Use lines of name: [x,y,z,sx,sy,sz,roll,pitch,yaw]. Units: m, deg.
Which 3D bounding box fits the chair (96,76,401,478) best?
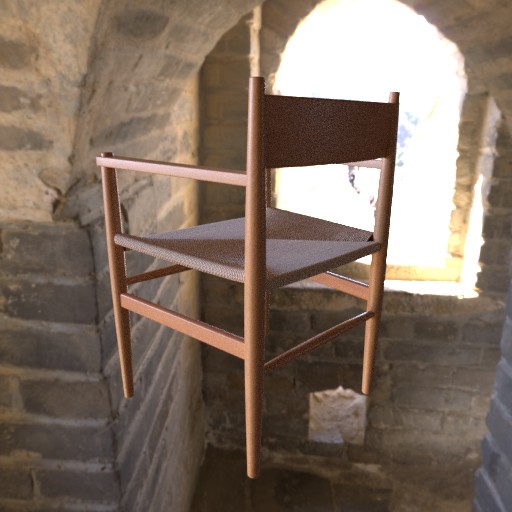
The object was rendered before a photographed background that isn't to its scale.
chair: [0.000,0.000,1.092,0.556,0.762,0.495,-15,22,-42]
